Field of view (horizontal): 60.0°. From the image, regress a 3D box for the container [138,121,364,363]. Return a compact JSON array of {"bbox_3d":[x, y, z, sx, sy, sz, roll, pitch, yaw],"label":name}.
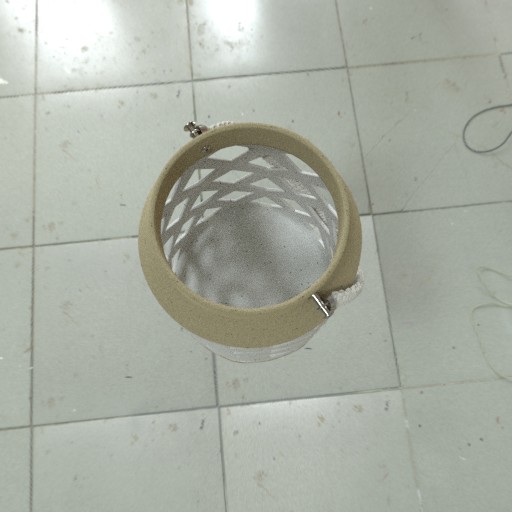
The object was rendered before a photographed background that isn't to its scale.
[{"bbox_3d":[0.000,0.000,0.349,0.172,0.229,0.163,-34,80,-7],"label":"container"}]
